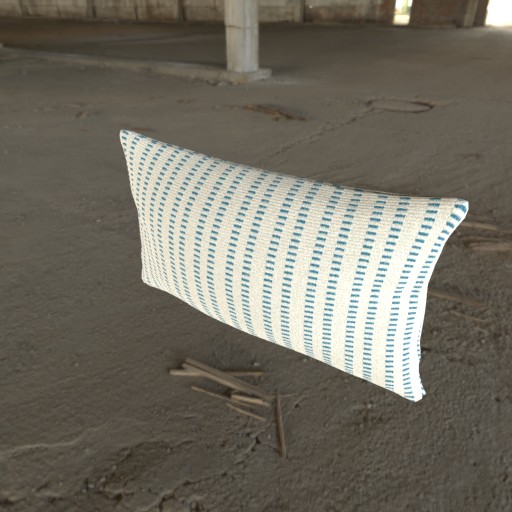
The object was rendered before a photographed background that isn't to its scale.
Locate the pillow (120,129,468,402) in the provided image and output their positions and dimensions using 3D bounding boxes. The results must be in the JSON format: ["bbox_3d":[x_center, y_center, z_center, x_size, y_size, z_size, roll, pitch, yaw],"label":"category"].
[{"bbox_3d":[0.000,0.000,0.780,0.640,0.353,0.210,19,35,29],"label":"pillow"}]
